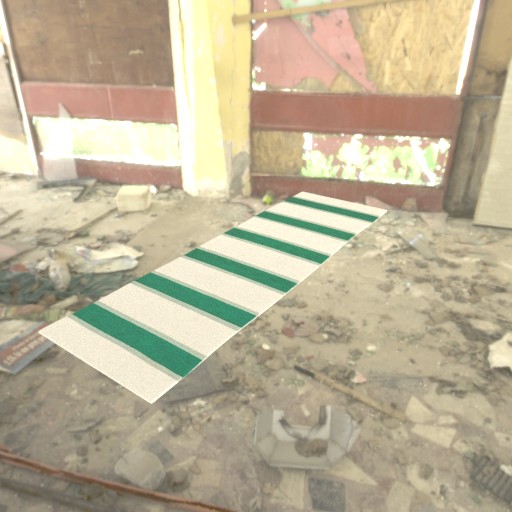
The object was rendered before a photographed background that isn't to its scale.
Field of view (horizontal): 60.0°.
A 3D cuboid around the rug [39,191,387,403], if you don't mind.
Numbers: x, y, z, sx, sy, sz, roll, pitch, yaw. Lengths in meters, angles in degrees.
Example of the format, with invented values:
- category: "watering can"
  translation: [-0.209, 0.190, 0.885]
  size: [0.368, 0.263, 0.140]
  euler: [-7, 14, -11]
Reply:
- category: "rug"
  translation: [0.000, 0.000, 2.751]
  size: [0.768, 0.012, 2.438]
  euler: [18, 32, 31]
